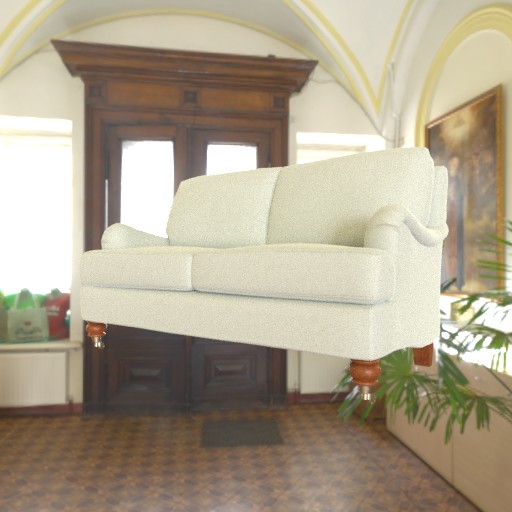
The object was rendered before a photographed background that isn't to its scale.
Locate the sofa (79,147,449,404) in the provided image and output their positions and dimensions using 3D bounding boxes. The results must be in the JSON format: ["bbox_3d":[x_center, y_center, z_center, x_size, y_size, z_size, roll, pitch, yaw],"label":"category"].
[{"bbox_3d":[0.000,0.000,2.463,1.853,1.101,1.084,0,0,36],"label":"sofa"}]
